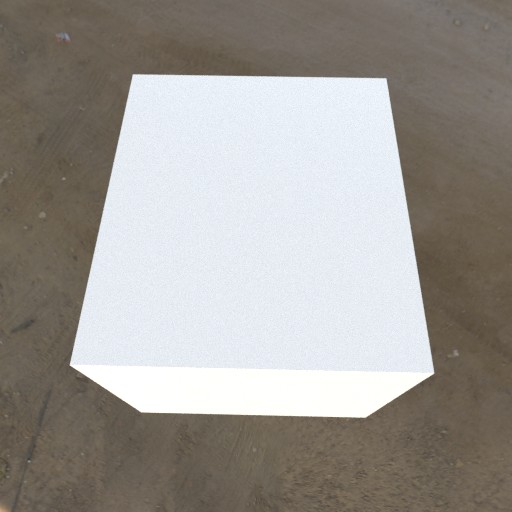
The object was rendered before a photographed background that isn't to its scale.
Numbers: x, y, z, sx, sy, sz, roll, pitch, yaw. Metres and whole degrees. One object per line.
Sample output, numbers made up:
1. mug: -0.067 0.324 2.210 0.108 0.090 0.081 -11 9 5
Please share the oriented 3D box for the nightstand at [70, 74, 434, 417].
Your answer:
1. nightstand: 0.000 0.000 0.760 0.408 0.351 0.470 1 62 1
